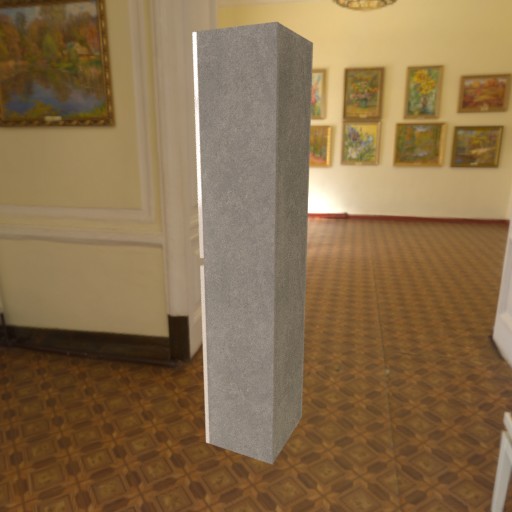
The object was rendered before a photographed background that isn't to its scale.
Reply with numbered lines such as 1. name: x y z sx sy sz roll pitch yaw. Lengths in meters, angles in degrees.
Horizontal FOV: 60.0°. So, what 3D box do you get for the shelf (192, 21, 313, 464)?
1. shelf: 0.000 0.000 1.552 0.270 1.400 0.300 7 16 25
